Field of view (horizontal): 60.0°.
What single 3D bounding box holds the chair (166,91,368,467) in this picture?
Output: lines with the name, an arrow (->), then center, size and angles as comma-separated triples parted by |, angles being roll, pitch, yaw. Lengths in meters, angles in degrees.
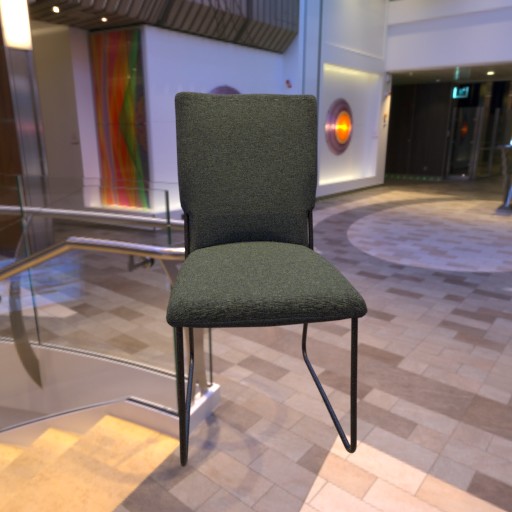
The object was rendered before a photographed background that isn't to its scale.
chair -> 0.000, 0.000, 1.282 | 0.480, 0.931, 0.635 | -2, 16, -6
